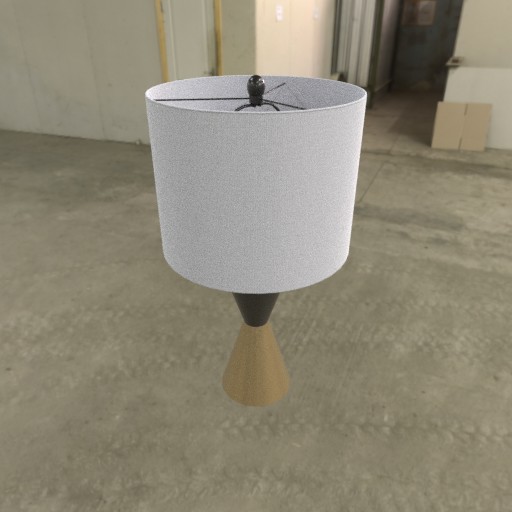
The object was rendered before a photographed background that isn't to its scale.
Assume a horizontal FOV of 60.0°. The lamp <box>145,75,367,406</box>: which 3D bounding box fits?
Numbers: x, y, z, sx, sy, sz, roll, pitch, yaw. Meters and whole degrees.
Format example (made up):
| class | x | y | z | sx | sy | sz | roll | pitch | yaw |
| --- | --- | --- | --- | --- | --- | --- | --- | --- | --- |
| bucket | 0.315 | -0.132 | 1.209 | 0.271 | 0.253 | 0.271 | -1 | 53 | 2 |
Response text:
| class | x | y | z | sx | sy | sz | roll | pitch | yaw |
| --- | --- | --- | --- | --- | --- | --- | --- | --- | --- |
| lamp | 0.000 | 0.000 | 0.752 | 0.304 | 0.573 | 0.304 | -21 | 36 | -32 |
